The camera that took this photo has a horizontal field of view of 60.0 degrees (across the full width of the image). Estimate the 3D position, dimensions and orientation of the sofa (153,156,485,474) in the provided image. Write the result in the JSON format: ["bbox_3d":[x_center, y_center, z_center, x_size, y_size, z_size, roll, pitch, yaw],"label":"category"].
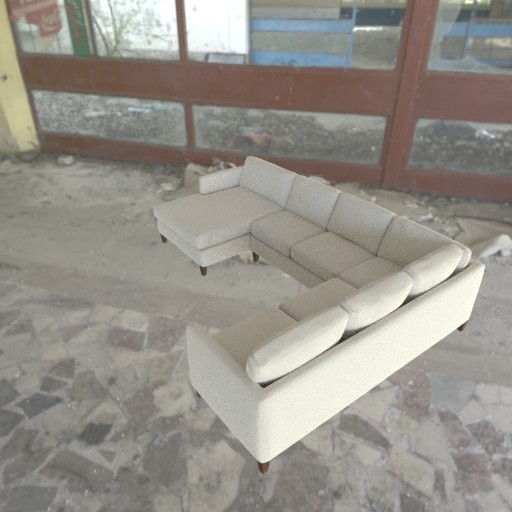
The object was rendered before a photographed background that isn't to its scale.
[{"bbox_3d":[0.000,0.000,4.562,2.593,0.956,3.459,-21,37,-31],"label":"sofa"}]
